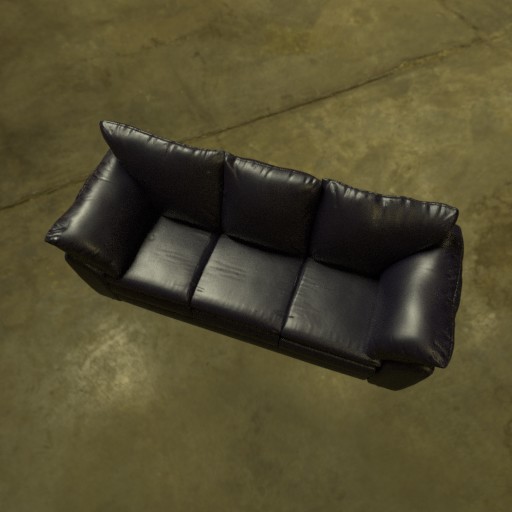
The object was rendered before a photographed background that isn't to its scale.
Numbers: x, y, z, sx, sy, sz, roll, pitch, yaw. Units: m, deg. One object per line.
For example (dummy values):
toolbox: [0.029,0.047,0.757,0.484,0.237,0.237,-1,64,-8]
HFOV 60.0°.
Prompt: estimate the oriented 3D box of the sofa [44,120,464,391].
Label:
sofa: [0.000,0.000,2.767,2.336,1.073,0.880,16,58,10]
